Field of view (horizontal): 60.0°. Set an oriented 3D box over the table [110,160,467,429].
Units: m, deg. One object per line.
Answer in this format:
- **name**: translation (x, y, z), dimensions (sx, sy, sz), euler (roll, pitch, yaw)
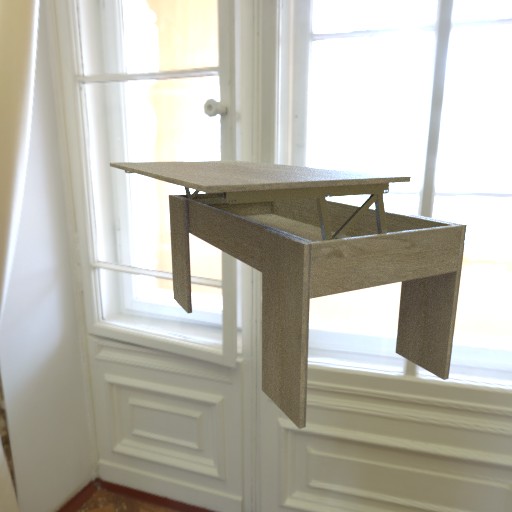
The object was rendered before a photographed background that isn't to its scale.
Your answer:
- **table**: translation (0.000, 0.000, 1.444), dimensions (0.711, 0.570, 1.000), euler (-7, 16, -26)
